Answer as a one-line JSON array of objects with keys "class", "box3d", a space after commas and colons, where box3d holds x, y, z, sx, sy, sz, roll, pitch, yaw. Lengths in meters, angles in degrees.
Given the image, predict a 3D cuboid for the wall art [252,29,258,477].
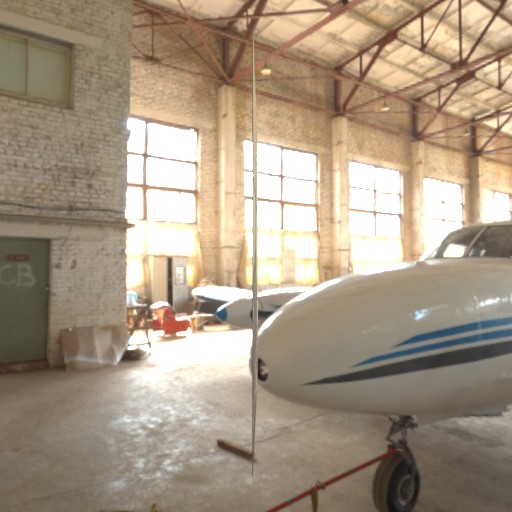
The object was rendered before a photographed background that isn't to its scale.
[{"class": "wall art", "box3d": [0.000, 0.000, 2.238, 0.002, 1.505, 1.517, 0, -2, 1]}]
